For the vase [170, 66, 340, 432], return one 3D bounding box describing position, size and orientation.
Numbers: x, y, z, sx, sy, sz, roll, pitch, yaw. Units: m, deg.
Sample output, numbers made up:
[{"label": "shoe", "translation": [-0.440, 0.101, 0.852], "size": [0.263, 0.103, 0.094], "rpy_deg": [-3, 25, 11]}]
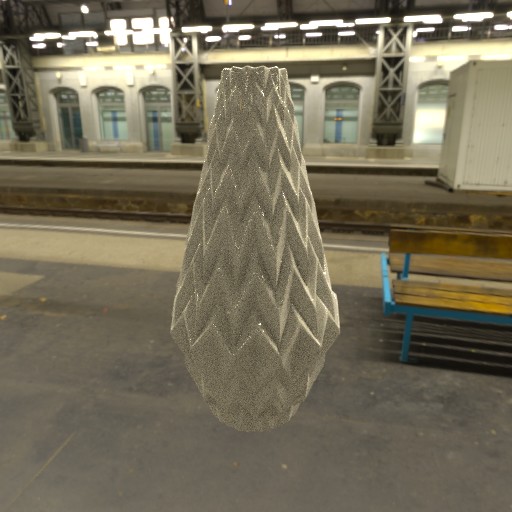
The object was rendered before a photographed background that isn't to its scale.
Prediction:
[{"label": "vase", "translation": [0.000, 0.000, 0.421], "size": [0.167, 0.328, 0.167], "rpy_deg": [0, 17, 0]}]
